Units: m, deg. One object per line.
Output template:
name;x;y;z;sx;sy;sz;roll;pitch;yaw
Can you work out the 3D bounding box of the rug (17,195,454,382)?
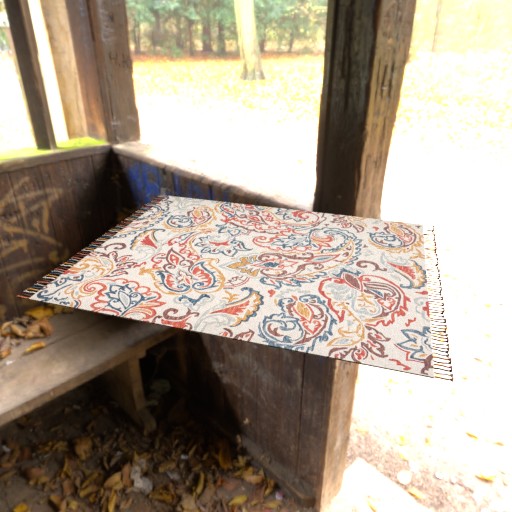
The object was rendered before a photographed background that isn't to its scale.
rug;0.000;0.000;4.165;3.274;0.015;2.439;8;29;15
